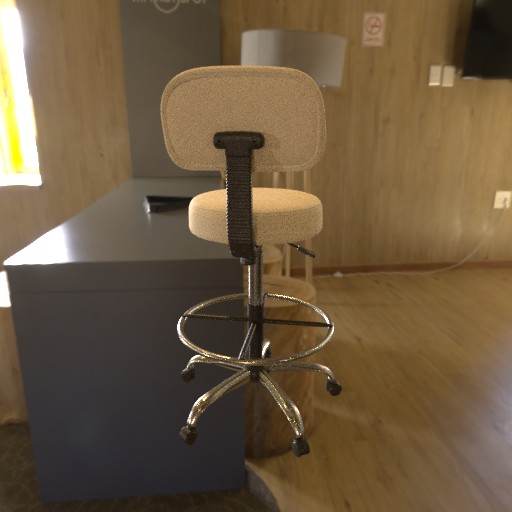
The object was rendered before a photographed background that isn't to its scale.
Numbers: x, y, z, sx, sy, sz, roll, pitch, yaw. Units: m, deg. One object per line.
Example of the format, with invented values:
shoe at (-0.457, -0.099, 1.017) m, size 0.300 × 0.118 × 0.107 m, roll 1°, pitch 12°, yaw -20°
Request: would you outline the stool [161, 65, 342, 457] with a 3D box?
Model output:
stool at (0.000, 0.000, 1.440) m, size 0.609 × 1.080 × 0.616 m, roll 3°, pitch 17°, yaw 9°
